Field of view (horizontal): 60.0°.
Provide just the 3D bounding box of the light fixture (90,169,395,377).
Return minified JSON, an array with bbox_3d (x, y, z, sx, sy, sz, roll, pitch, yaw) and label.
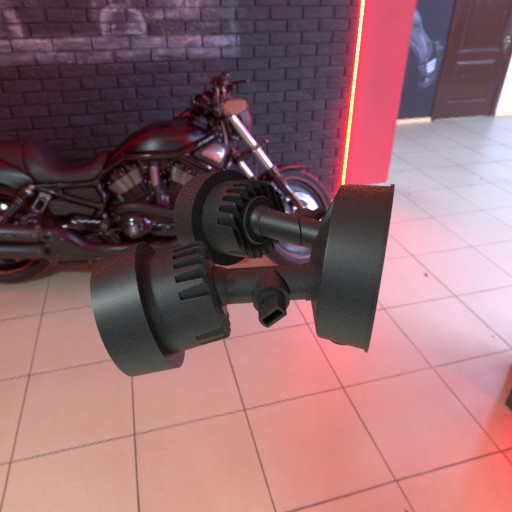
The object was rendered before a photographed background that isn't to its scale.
[{"bbox_3d":[0.000,0.000,0.310,0.168,0.120,0.213,9,33,14],"label":"light fixture"}]
